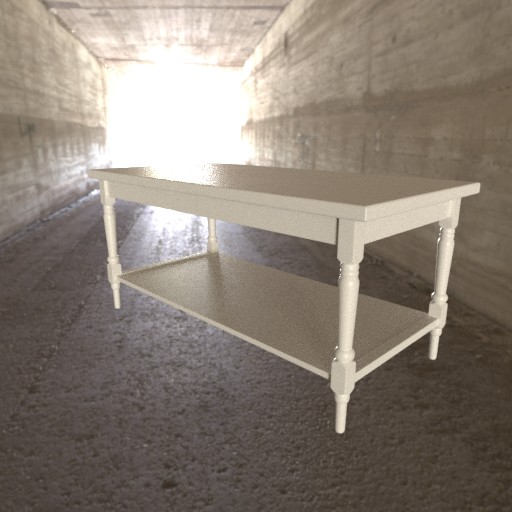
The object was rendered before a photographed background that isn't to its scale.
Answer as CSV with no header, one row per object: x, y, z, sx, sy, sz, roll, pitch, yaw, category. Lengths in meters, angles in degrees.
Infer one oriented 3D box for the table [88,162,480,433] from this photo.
0.000,0.000,1.414,0.550,0.510,1.107,-15,22,-43,table
